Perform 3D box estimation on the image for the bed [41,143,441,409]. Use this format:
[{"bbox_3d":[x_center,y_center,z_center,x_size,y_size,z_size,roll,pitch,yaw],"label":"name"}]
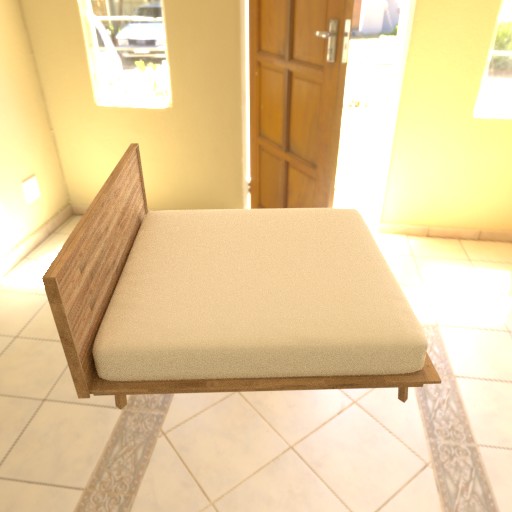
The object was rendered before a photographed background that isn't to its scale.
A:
[{"bbox_3d":[0.000,0.000,3.364,2.167,1.100,2.116,-1,32,-2],"label":"bed"}]
